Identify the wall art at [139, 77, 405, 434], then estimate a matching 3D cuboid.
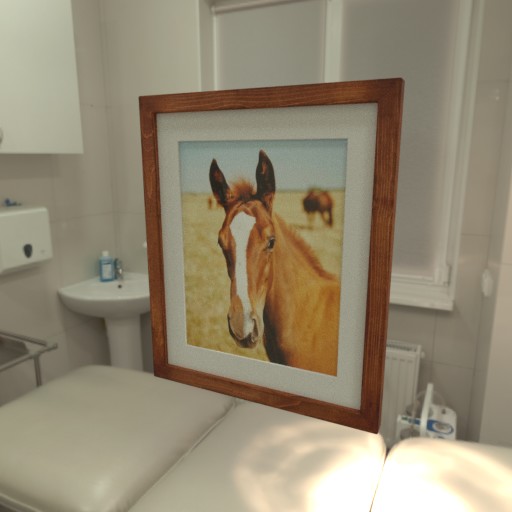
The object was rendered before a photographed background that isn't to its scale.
[{"bbox_3d":[0.000,0.000,0.785,0.462,0.558,0.030,6,14,25],"label":"wall art"}]
